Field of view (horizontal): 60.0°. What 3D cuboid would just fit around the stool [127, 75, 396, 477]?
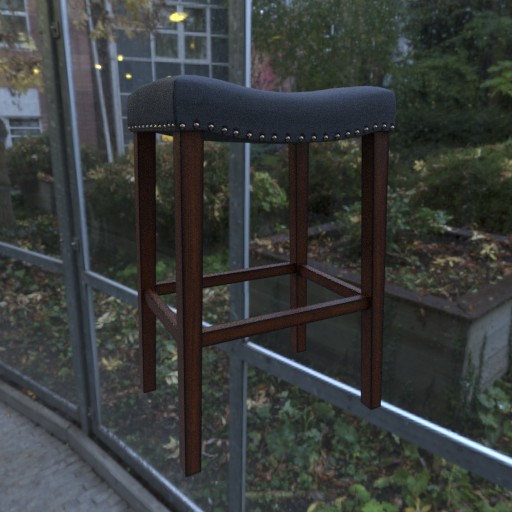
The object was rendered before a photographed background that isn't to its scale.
[{"bbox_3d":[0.000,0.000,1.034,0.502,0.748,0.366,-8,17,-27],"label":"stool"}]
